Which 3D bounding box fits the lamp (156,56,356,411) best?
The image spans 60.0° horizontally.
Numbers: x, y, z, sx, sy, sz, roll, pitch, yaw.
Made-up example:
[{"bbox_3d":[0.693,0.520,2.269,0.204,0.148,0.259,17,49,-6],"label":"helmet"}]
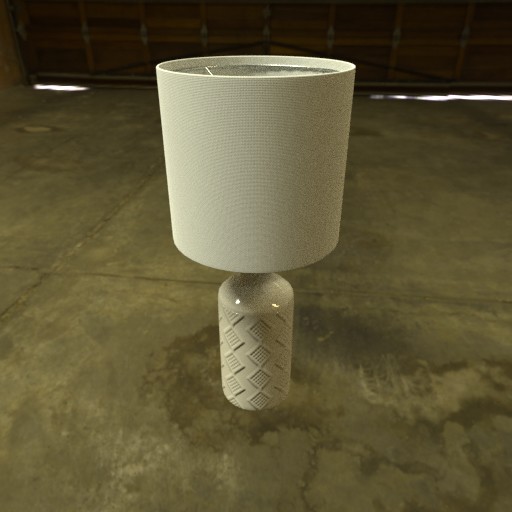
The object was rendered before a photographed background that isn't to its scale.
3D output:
[{"bbox_3d":[0.000,0.000,0.578,0.207,0.461,0.207,-21,35,-32],"label":"lamp"}]
